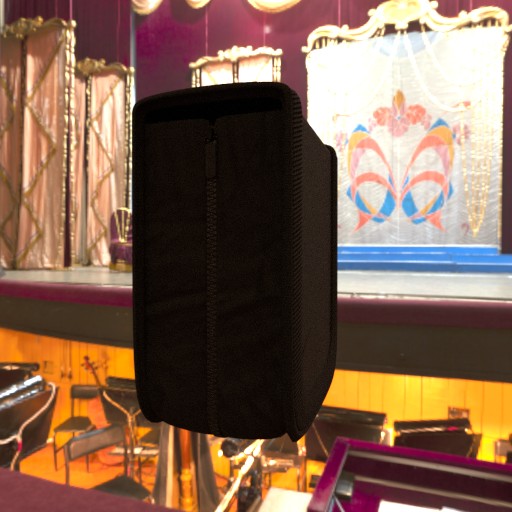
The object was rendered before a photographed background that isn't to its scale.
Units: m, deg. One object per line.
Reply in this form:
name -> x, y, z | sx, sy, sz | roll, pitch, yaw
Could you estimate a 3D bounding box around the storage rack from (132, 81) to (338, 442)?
storage rack -> 0.000, 0.000, 0.555 | 0.168, 0.387, 0.297 | 0, 1, 18
